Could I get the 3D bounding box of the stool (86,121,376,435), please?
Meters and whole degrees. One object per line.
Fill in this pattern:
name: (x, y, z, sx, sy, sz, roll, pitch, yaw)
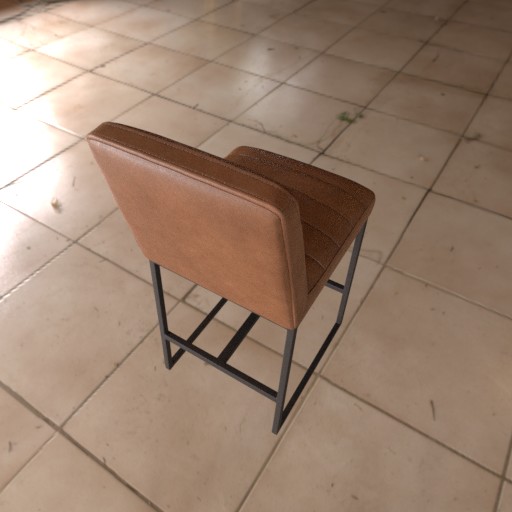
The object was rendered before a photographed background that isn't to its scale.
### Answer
stool: (0.000, 0.000, 1.234, 0.458, 0.940, 0.556, 24, 51, 21)
